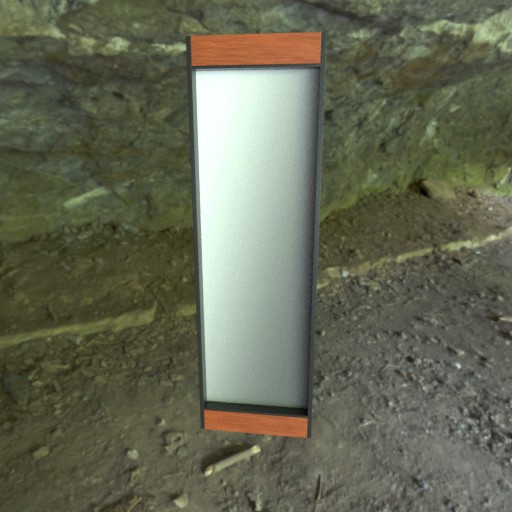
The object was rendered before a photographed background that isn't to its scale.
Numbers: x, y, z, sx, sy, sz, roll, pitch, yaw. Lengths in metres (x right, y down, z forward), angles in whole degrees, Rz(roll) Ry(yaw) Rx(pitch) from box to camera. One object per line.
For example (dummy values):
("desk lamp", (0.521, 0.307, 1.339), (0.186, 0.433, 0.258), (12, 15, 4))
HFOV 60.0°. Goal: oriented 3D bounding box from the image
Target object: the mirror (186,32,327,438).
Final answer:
("mirror", (0.000, 0.000, 1.239), (0.343, 1.123, 0.047), (2, 16, 7))
